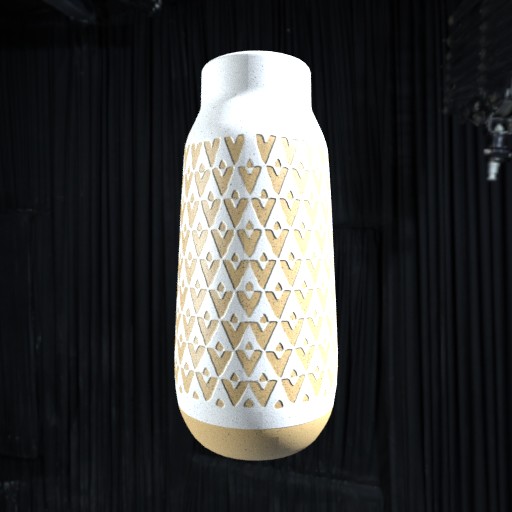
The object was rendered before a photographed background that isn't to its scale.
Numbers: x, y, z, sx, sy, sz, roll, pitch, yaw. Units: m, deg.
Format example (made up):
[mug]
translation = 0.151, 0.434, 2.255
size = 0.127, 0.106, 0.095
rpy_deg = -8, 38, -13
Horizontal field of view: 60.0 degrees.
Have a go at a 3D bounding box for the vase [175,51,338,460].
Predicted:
[vase]
translation = 0.000, 0.000, 0.376
size = 0.137, 0.307, 0.137
rpy_deg = 0, 2, 0
